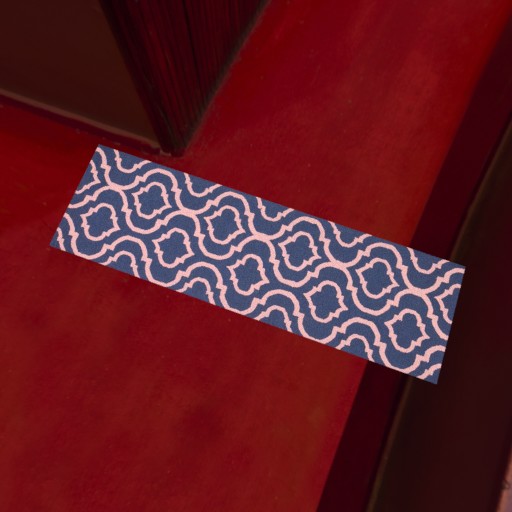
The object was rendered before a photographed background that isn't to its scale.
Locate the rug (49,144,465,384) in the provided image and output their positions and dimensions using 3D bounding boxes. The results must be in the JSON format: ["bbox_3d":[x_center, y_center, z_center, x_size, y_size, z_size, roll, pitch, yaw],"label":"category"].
[{"bbox_3d":[0.000,0.000,2.551,2.296,0.006,0.685,19,76,5],"label":"rug"}]
